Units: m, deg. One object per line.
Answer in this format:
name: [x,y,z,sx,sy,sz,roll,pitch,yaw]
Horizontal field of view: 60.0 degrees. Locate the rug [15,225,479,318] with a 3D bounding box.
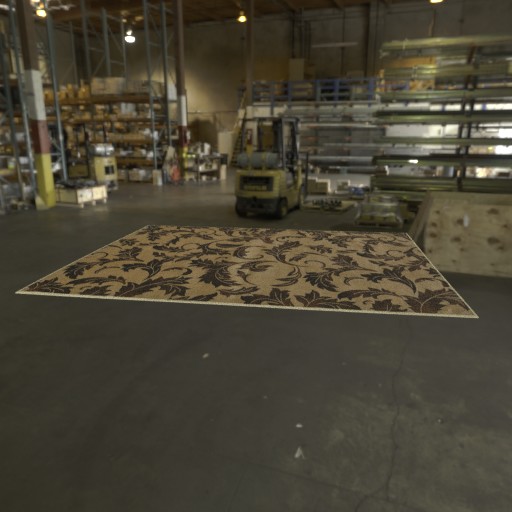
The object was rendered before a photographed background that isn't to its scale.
rug: [0.000,0.000,3.919,2.977,0.008,2.380,2,15,8]
